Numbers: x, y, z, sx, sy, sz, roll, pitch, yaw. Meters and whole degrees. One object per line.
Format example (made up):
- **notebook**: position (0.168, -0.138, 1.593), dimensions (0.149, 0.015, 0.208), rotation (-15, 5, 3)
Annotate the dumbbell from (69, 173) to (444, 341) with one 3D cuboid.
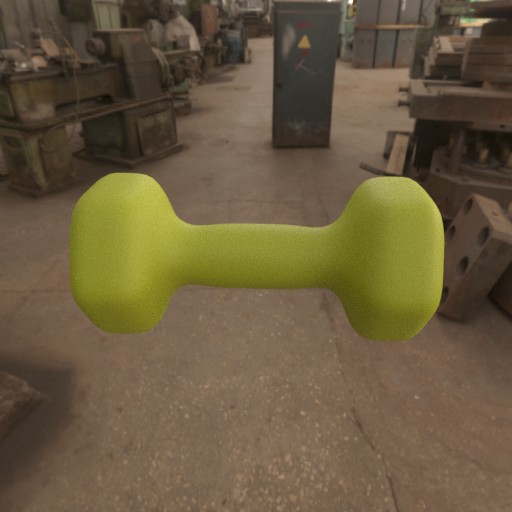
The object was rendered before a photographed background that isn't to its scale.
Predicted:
- **dumbbell**: position (0.000, 0.000, 0.214), dimensions (0.164, 0.072, 0.080), rotation (2, 30, 3)
